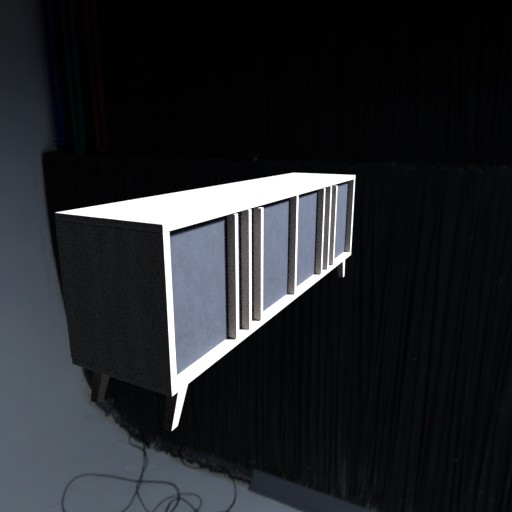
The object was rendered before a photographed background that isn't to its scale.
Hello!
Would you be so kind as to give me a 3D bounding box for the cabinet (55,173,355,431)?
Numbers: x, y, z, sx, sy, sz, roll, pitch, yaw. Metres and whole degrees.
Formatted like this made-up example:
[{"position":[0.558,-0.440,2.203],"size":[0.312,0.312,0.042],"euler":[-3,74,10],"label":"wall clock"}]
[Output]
[{"position":[0.000,0.000,2.534],"size":[0.499,0.779,2.198],"euler":[8,17,27],"label":"cabinet"}]
